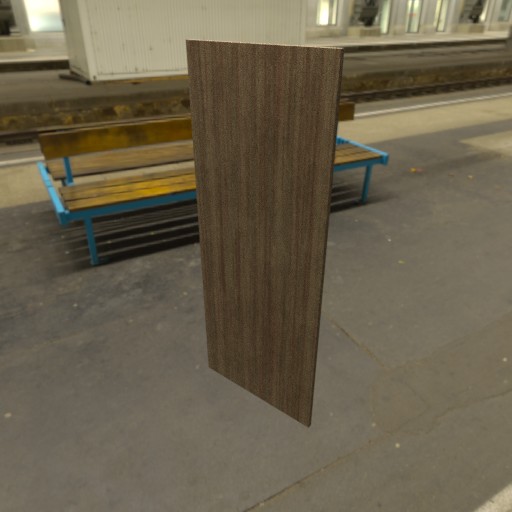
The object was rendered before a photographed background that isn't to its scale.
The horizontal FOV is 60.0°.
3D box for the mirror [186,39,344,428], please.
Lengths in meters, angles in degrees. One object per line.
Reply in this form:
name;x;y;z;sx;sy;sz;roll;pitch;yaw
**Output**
mirror;0.000;0.000;2.344;0.812;2.032;0.025;21;36;33
